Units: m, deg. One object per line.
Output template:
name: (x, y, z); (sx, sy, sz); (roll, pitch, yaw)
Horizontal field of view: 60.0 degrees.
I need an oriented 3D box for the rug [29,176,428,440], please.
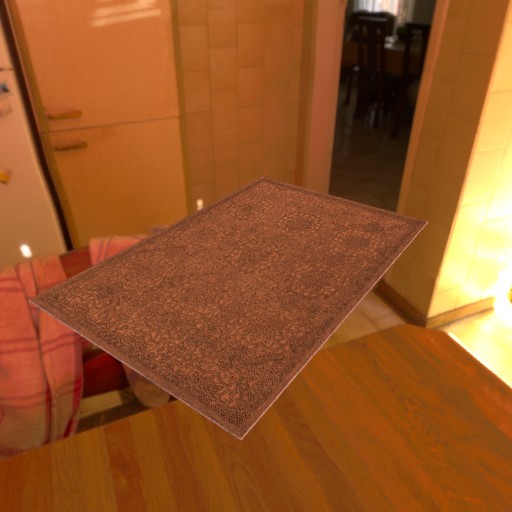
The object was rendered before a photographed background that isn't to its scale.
rug: (0.000, 0.000, 2.319); (1.208, 0.012, 1.819); (21, 38, 30)
